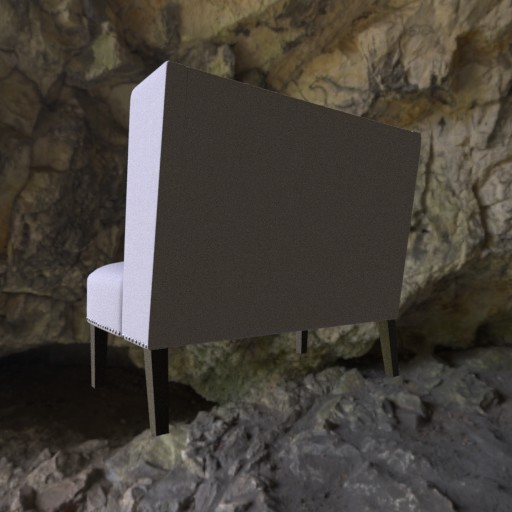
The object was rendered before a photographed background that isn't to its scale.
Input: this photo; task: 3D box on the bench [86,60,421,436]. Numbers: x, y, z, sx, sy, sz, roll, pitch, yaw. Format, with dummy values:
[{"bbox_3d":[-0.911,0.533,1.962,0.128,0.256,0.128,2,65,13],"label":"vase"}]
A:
[{"bbox_3d":[0.000,0.000,1.977,1.280,1.123,0.847,0,-1,-36],"label":"bench"}]
